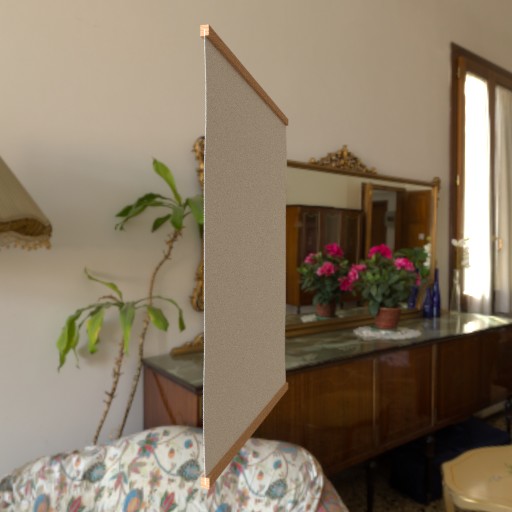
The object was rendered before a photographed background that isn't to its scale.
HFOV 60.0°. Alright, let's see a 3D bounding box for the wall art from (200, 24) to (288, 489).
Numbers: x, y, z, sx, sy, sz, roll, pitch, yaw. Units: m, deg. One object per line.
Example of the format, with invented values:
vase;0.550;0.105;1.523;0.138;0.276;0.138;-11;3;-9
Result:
wall art;0.000;0.000;1.324;0.020;1.016;0.739;0;1;18
